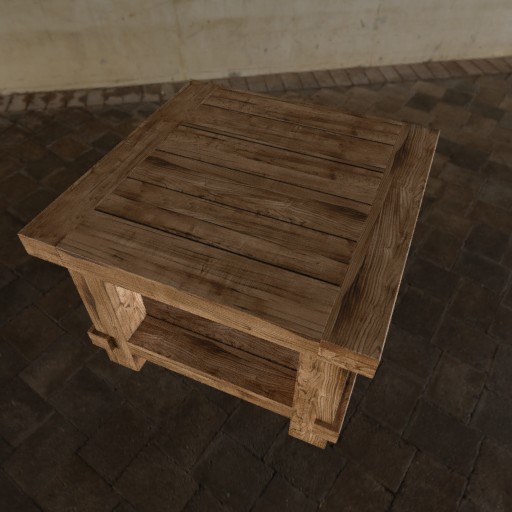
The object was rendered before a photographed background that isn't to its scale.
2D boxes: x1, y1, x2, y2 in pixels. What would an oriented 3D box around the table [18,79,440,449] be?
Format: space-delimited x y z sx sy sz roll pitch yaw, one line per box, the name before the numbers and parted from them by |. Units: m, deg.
table | 0.000 0.000 1.018 0.610 0.457 0.610 17 49 15
